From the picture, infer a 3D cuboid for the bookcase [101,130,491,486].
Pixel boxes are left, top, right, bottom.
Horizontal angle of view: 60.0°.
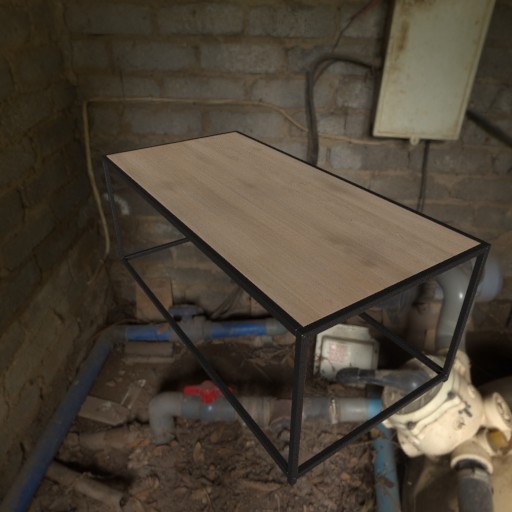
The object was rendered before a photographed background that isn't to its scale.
[{"bbox_3d":[0.000,0.000,1.252,0.500,0.400,1.000,-19,36,-28],"label":"bookcase"}]
